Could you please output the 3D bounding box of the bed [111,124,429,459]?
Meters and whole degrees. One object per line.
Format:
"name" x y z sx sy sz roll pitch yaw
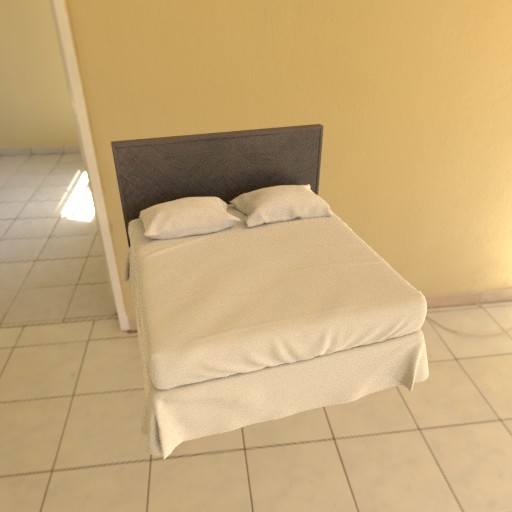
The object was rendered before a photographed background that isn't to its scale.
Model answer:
"bed" 0.000 0.000 2.887 1.772 1.142 1.785 -9 32 -15
